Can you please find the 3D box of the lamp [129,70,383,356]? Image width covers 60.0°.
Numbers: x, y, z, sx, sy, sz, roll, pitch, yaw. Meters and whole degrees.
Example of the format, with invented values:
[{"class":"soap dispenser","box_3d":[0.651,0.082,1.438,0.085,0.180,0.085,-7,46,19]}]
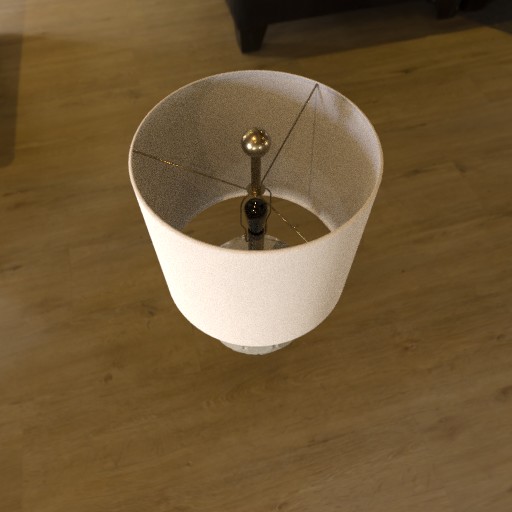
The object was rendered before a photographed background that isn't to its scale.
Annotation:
[{"class":"lamp","box_3d":[0.000,0.000,0.618,0.254,0.452,0.254,0,58,0]}]
